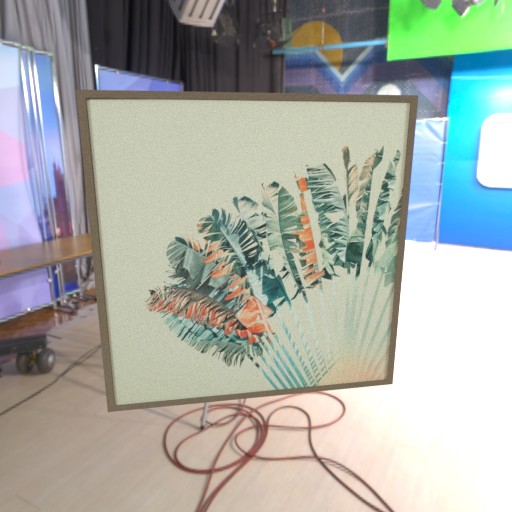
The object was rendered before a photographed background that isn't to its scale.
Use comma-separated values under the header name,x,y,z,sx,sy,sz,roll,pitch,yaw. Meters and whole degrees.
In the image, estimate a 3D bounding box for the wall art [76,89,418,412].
name,x,y,z,sx,sy,sz,roll,pitch,yaw
wall art,0.000,0.000,0.734,0.508,0.506,0.038,-3,15,-9
